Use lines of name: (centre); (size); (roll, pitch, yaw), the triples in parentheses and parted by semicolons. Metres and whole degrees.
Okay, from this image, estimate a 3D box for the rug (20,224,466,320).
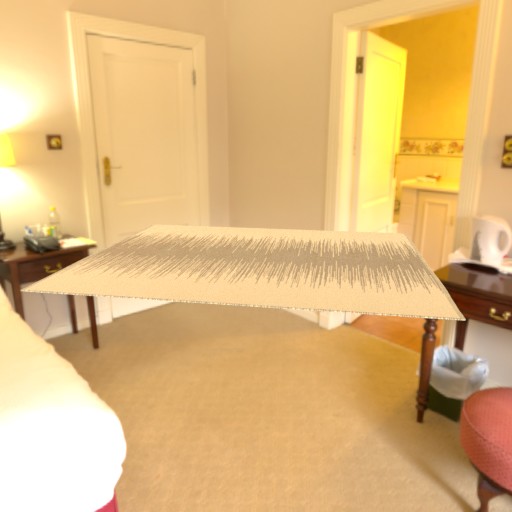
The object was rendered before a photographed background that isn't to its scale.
rug: (0.000, 0.000, 4.104); (3.037, 0.010, 2.453); (3, 16, 10)
